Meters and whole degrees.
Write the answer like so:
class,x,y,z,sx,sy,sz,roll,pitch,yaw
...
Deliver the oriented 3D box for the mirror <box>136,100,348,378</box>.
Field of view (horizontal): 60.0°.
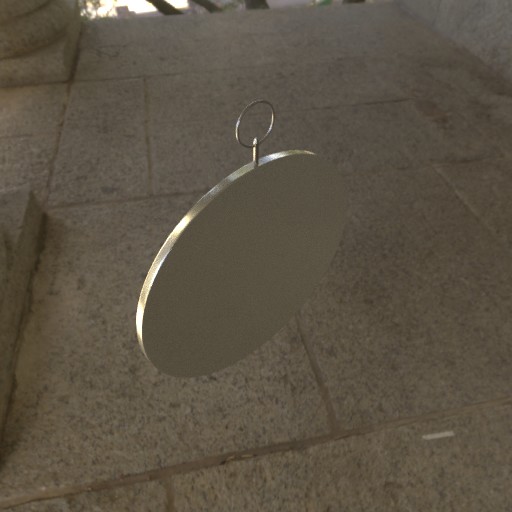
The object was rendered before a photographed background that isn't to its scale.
class,x,y,z,sx,sy,sz,roll,pitch,yaw
mirror,0.000,0.000,0.967,0.594,0.713,0.020,-32,54,-27
